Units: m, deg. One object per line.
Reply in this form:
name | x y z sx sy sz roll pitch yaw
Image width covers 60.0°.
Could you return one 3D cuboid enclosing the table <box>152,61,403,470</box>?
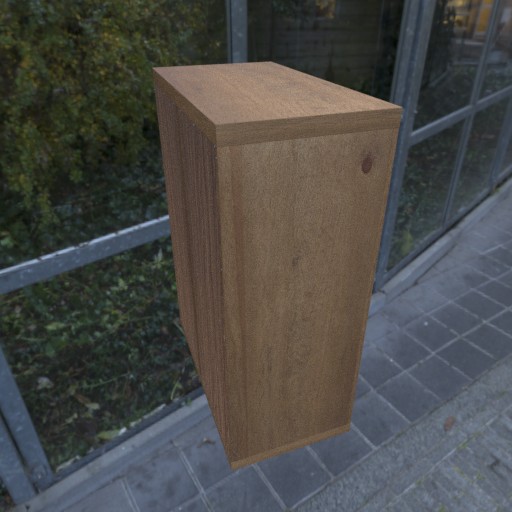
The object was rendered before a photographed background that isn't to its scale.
table | 0.000 0.000 1.757 0.524 1.294 0.901 -11 33 -17
